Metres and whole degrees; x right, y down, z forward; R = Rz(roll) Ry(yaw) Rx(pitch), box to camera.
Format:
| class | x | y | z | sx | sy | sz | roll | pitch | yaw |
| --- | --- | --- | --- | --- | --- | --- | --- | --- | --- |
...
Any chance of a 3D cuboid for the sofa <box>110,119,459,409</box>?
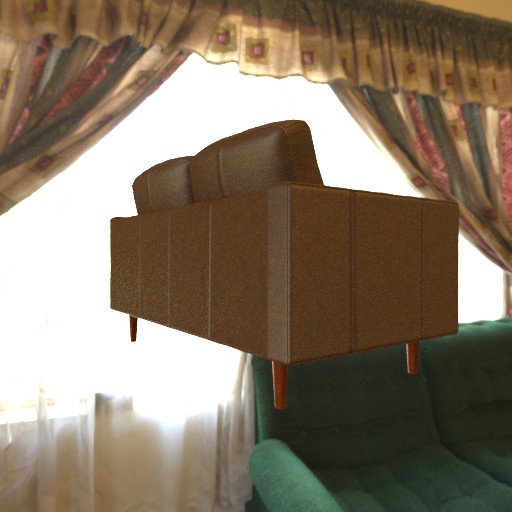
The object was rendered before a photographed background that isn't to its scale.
| class | x | y | z | sx | sy | sz | roll | pitch | yaw |
| --- | --- | --- | --- | --- | --- | --- | --- | --- | --- |
| sofa | 0.000 | 0.000 | 2.131 | 0.909 | 0.951 | 1.578 | 0 | 0 | -36 |
